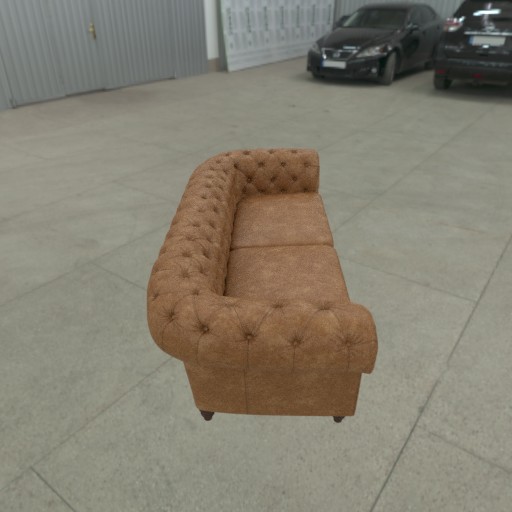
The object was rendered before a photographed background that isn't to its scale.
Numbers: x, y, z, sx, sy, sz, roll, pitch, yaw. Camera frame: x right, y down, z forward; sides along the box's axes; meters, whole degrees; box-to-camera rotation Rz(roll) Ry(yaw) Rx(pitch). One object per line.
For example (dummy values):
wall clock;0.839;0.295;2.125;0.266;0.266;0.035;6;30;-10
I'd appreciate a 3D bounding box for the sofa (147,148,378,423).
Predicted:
sofa;0.000;0.000;2.796;0.989;0.760;2.365;1;30;1
